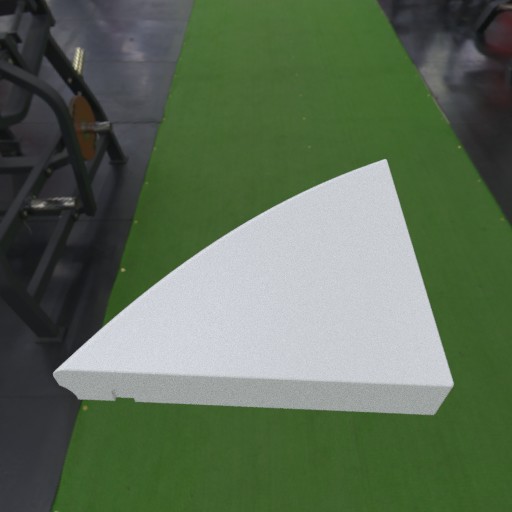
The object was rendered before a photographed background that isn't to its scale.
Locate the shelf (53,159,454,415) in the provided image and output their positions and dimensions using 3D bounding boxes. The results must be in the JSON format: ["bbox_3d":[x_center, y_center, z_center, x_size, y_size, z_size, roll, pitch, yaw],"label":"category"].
[{"bbox_3d":[0.000,0.000,0.461,0.310,0.050,0.310,1,46,1],"label":"shelf"}]
